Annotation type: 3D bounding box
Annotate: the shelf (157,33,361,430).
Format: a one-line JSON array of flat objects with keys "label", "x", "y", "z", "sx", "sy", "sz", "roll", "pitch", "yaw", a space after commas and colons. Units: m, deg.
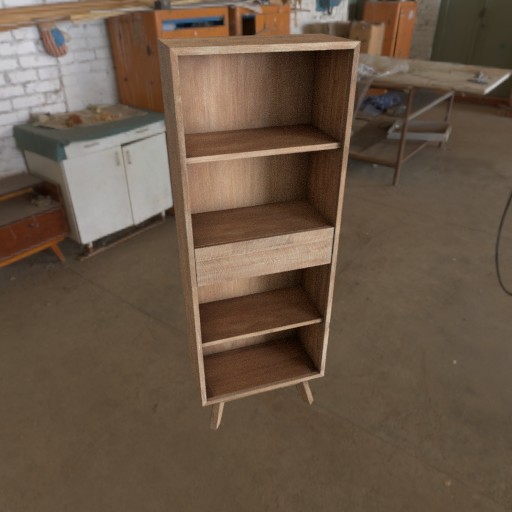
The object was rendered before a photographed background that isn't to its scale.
[{"label": "shelf", "x": 0.000, "y": 0.000, "z": 1.524, "sx": 0.491, "sy": 1.342, "sz": 0.267, "roll": -9, "pitch": 32, "yaw": -15}]
